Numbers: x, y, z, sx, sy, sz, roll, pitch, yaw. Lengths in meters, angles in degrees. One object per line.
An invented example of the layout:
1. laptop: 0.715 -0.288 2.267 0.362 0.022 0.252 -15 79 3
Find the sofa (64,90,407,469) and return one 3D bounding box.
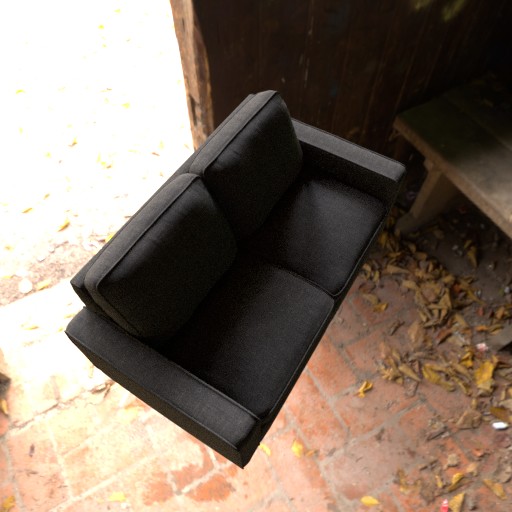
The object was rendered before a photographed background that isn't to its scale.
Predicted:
1. sofa: 0.000 0.000 2.275 0.947 0.918 1.709 28 62 16
